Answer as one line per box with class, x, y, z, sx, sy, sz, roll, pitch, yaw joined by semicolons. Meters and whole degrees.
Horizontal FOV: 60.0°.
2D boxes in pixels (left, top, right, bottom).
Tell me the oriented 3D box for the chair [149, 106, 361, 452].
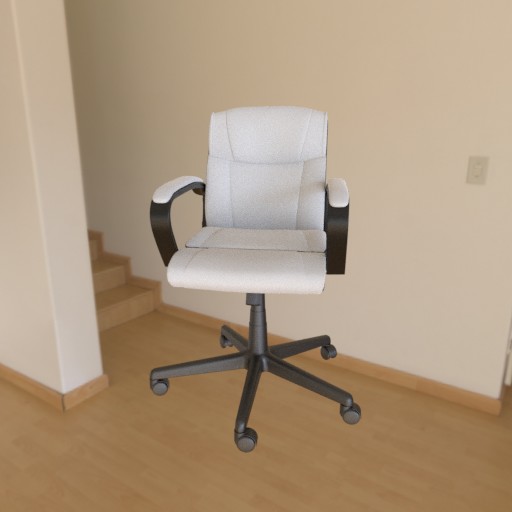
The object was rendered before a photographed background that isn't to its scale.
chair;0.000;0.000;1.509;0.739;1.004;0.717;2;16;9
